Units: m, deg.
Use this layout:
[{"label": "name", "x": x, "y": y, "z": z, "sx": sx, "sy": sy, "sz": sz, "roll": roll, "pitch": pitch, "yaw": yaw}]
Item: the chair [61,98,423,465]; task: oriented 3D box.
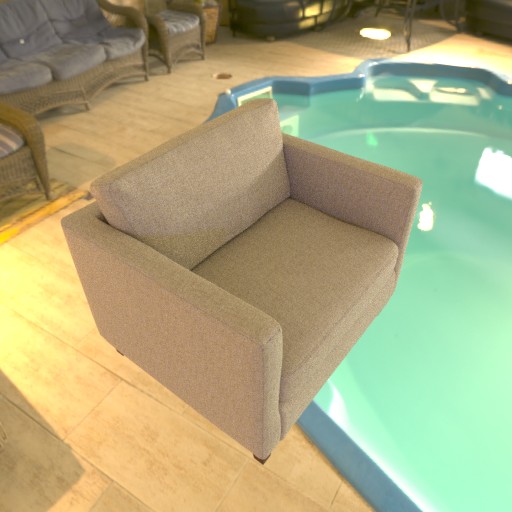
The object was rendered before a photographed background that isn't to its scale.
[{"label": "chair", "x": 0.000, "y": 0.000, "z": 1.850, "sx": 0.959, "sy": 0.961, "sz": 1.107, "roll": 27, "pitch": 47, "yaw": 28}]
